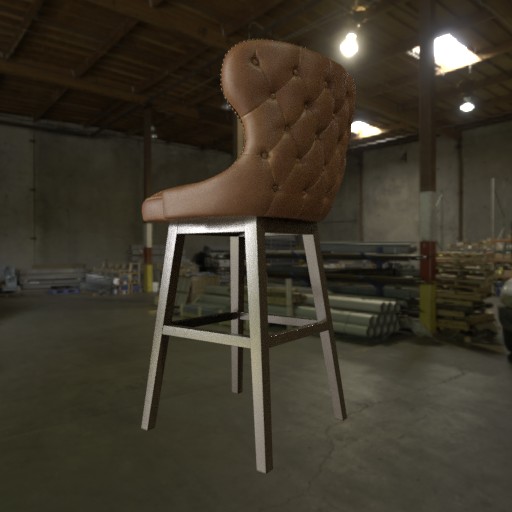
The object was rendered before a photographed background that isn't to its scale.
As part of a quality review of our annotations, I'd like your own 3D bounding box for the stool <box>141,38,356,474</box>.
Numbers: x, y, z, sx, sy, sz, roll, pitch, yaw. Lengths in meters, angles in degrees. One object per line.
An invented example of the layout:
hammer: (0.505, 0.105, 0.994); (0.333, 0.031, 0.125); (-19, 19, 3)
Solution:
stool: (0.000, 0.000, 1.411); (0.606, 1.087, 0.591); (0, 1, 37)
